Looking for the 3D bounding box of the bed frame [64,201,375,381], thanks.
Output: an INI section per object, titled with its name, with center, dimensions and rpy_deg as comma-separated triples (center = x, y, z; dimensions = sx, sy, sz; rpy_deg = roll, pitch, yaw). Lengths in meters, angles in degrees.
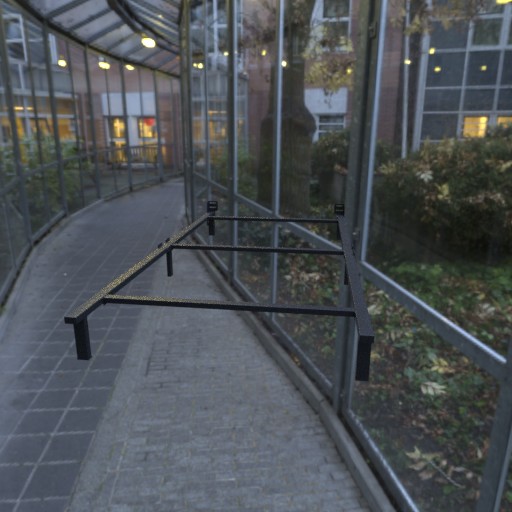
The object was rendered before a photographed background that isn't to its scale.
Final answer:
[bed frame]
center = 0.000, 0.000, 2.249
dimensions = 0.968, 0.248, 1.897
rpy_deg = 2, 16, 8
